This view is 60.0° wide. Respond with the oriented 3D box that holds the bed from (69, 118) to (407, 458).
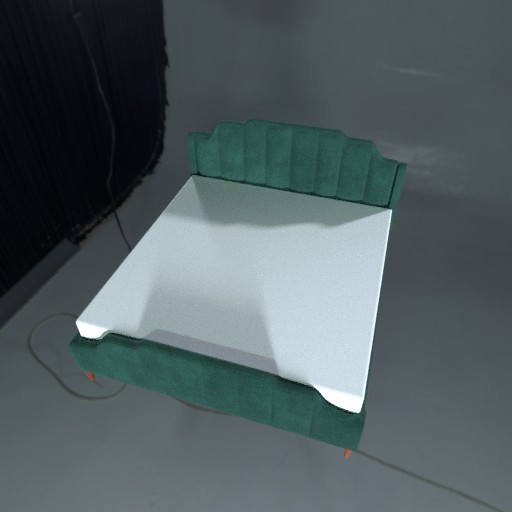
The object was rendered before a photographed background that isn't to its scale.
[{"bbox_3d":[0.000,0.000,3.587,2.074,1.245,2.340,12,43,13],"label":"bed"}]
